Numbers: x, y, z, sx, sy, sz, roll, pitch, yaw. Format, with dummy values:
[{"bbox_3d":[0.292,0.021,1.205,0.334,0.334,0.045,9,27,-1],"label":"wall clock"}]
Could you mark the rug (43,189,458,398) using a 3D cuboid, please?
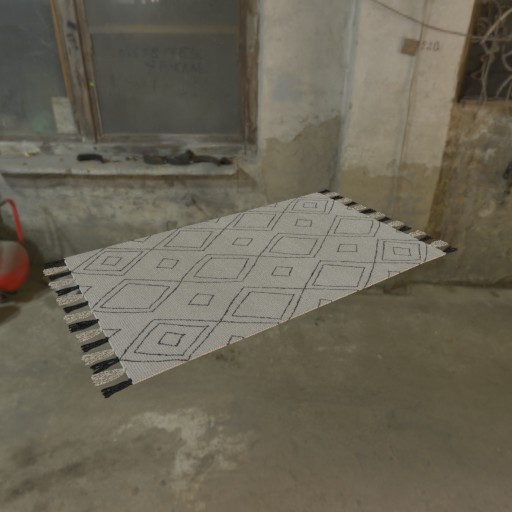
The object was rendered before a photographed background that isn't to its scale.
[{"bbox_3d":[0.000,0.000,3.306,2.755,0.021,1.524,-18,34,-28],"label":"rug"}]
